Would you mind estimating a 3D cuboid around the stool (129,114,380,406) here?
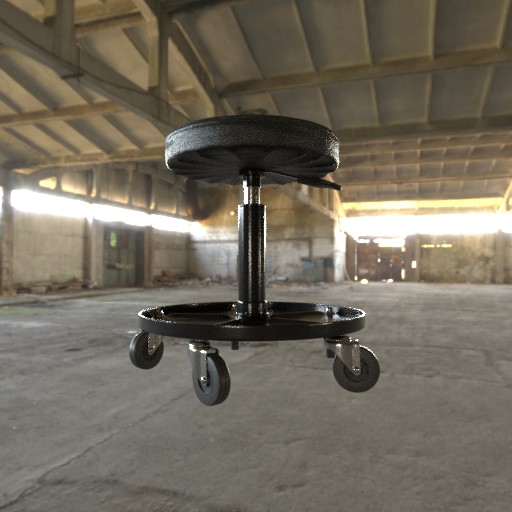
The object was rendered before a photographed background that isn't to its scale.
[{"bbox_3d":[0.000,0.000,0.698,0.382,0.365,0.381,0,-1,19],"label":"stool"}]
